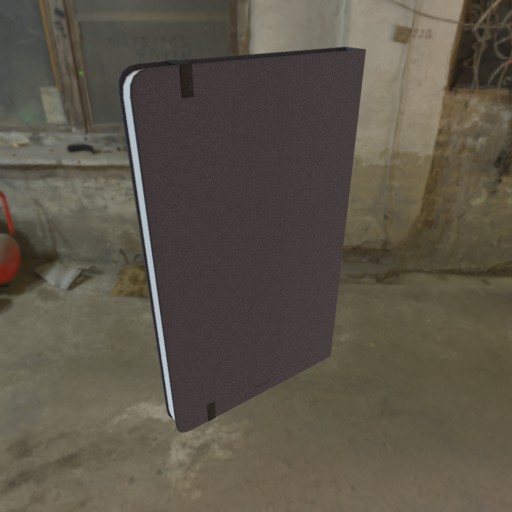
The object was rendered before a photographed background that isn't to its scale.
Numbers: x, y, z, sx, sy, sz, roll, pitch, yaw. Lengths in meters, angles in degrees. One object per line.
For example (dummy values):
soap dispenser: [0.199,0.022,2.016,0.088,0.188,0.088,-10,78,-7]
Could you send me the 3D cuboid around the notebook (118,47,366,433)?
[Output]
notebook: [0.000,0.000,0.257,0.127,0.213,0.016,-19,36,-29]
